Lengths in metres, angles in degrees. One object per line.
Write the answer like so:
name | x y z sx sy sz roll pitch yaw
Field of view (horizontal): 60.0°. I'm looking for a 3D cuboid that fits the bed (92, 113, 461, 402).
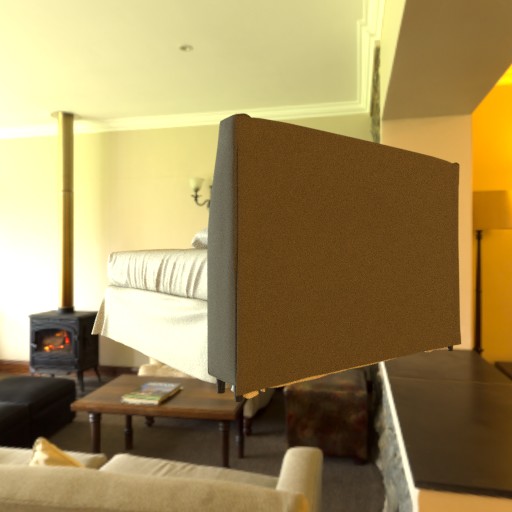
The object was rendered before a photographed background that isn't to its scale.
bed | 0.000 0.000 3.441 1.925 1.332 2.276 0 0 -37
